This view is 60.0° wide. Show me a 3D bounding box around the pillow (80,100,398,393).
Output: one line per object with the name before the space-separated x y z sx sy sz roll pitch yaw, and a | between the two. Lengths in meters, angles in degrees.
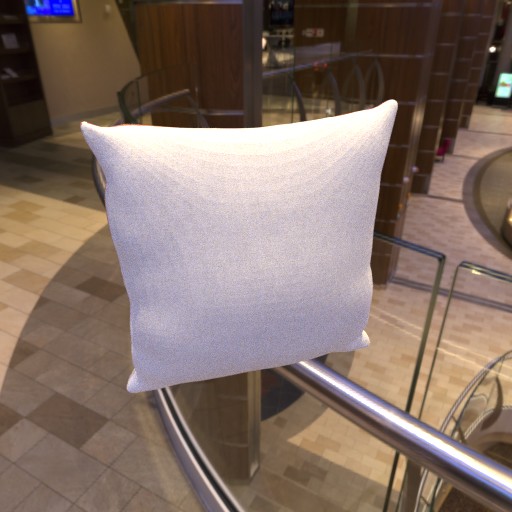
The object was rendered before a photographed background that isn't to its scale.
pillow | 0.000 0.000 0.681 0.440 0.441 0.182 -8 29 -15
